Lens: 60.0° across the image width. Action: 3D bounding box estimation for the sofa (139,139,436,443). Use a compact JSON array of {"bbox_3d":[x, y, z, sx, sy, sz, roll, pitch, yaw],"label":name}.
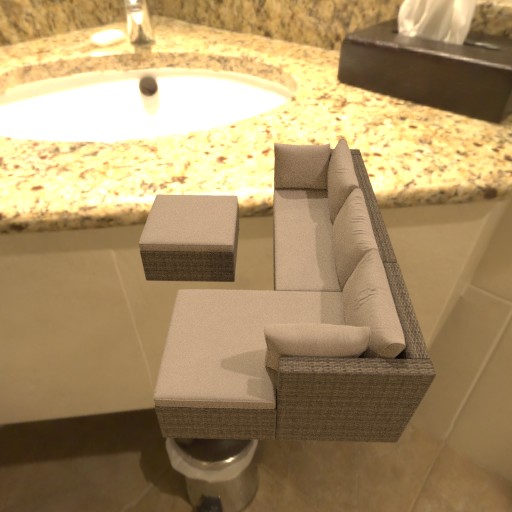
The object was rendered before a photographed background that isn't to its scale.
[{"bbox_3d":[0.000,0.000,2.978,1.662,0.766,2.192,1,40,1],"label":"sofa"}]
